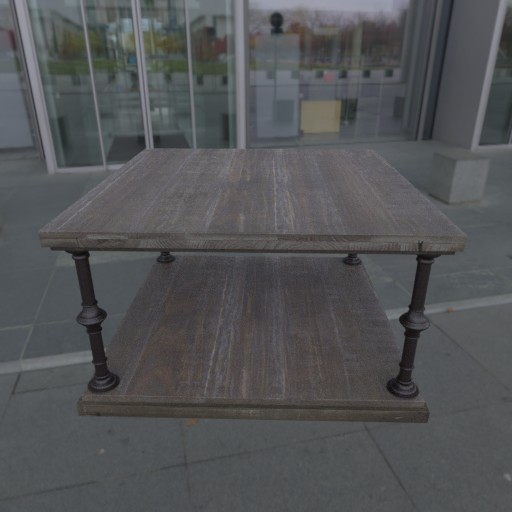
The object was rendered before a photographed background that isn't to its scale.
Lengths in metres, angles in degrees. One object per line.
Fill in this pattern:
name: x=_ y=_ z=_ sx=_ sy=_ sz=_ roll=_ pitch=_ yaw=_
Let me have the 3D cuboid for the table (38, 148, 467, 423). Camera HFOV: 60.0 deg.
table: x=0.000 y=0.000 z=1.117 sx=0.696 sy=0.400 sz=0.696 roll=1 pitch=25 yaw=1
